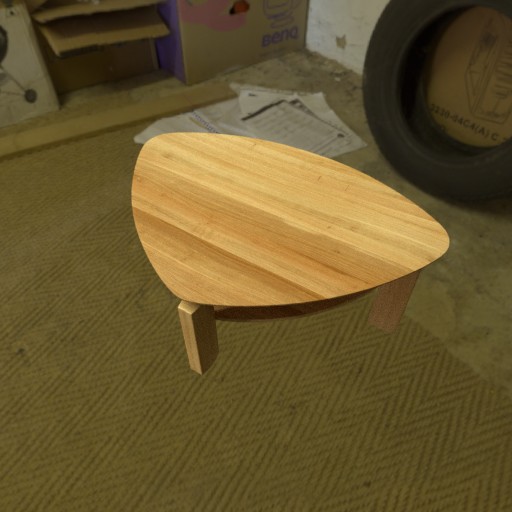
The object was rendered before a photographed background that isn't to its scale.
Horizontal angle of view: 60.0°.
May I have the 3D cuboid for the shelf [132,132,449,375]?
[{"bbox_3d":[0.000,0.000,1.703,1.240,0.439,0.863,23,51,20],"label":"shelf"}]
